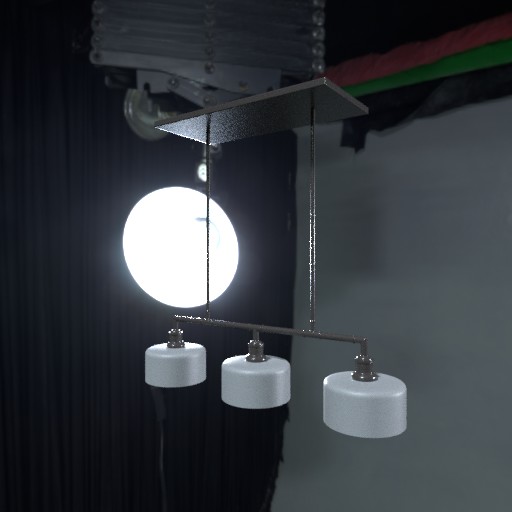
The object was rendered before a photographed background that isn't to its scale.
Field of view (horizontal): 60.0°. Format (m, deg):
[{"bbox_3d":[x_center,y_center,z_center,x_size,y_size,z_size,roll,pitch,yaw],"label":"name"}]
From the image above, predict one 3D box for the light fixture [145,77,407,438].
[{"bbox_3d":[0.000,0.000,0.875,0.582,0.557,0.177,0,0,36],"label":"light fixture"}]
